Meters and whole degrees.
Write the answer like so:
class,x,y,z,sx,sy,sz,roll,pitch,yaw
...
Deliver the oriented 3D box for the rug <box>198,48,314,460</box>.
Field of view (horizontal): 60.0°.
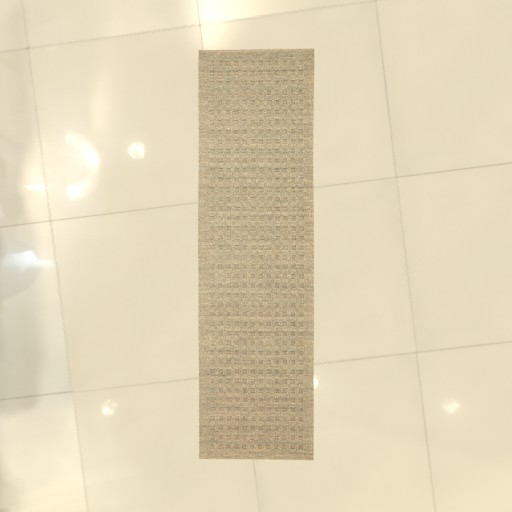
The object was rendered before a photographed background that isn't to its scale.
class,x,y,z,sx,sy,sz,roll,pitch,yaw
rug,0.000,0.000,2.634,0.688,0.005,2.437,0,91,1
